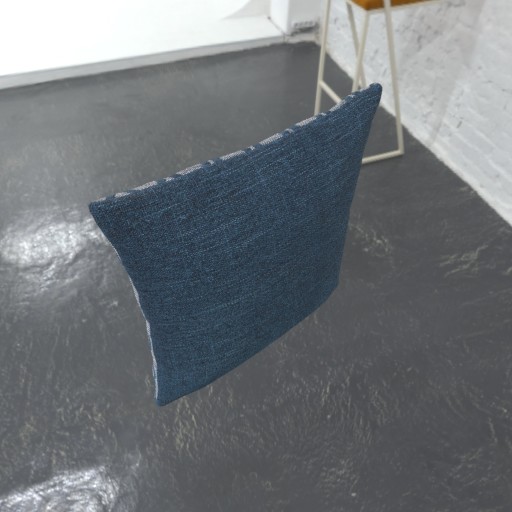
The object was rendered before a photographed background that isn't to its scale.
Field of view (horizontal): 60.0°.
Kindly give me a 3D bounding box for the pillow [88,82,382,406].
[{"bbox_3d":[0.000,0.000,0.680,0.435,0.435,0.159,-31,54,-26],"label":"pillow"}]
